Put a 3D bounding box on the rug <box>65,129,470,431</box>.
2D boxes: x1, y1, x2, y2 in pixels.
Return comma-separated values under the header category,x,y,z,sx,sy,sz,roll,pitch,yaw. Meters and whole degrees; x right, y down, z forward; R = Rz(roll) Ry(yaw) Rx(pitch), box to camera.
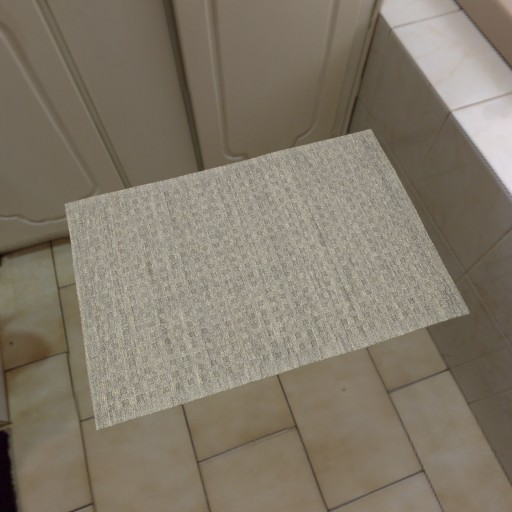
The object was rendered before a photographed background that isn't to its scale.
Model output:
category,x,y,z,sx,sy,sz,roll,pitch,yaw
rug,0.000,0.000,2.888,2.297,0.018,1.532,-15,65,-7
